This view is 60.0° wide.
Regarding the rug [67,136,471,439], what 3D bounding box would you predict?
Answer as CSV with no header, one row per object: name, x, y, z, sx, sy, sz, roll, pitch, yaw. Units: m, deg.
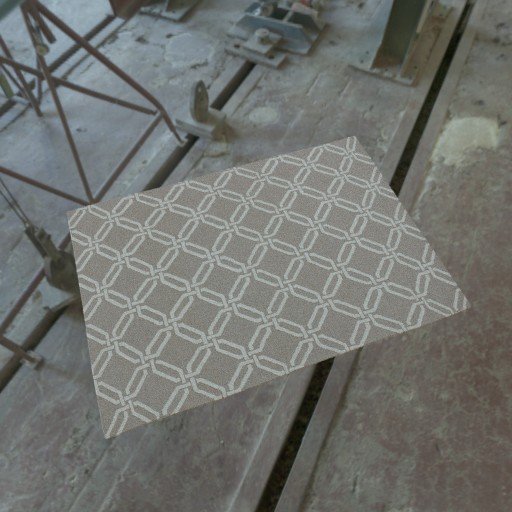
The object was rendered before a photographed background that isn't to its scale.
rug,0.000,0.000,2.751,2.135,0.013,1.524,-17,59,-11
